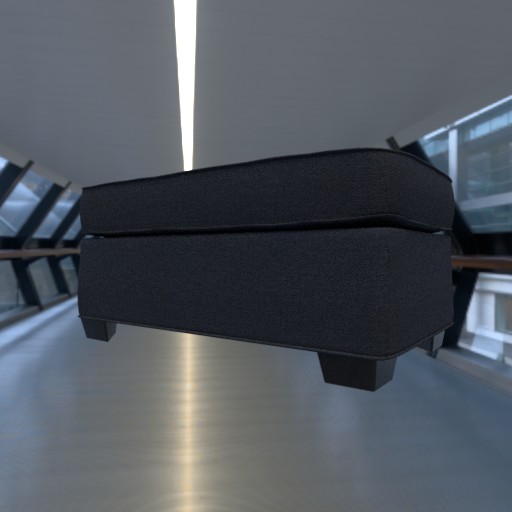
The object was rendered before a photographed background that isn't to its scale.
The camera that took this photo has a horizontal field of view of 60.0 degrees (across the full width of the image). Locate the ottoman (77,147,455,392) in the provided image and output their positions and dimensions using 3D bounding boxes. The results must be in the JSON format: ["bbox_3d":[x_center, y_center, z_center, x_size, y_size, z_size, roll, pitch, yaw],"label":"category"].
[{"bbox_3d":[0.000,0.000,1.162,0.895,0.453,0.505,0,0,36],"label":"ottoman"}]
